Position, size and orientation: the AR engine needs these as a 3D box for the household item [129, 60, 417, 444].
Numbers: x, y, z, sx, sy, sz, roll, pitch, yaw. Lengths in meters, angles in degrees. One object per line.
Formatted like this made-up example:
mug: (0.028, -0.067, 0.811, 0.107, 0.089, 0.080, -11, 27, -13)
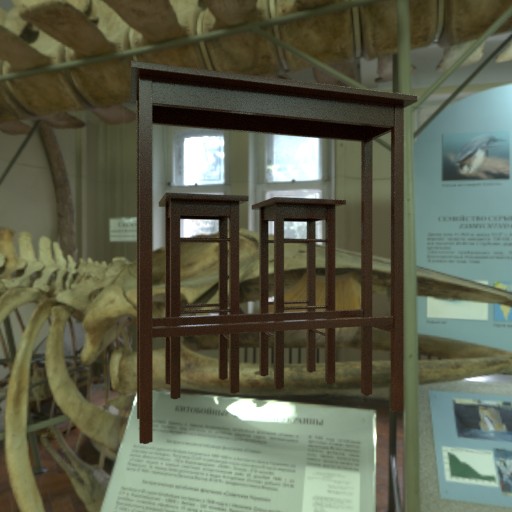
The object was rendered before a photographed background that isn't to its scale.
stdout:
household item: (0.000, 0.000, 1.662, 0.914, 1.067, 0.676, 0, 0, -17)
